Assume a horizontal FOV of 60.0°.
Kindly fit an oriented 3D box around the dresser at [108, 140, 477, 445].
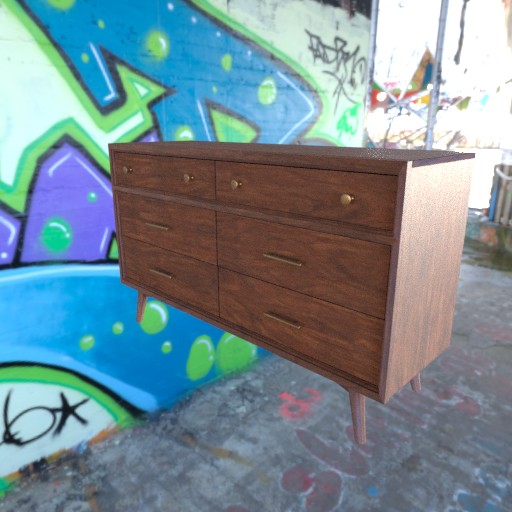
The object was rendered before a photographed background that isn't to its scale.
[{"bbox_3d":[0.000,0.000,1.857,1.472,0.889,0.500,15,23,42],"label":"dresser"}]
